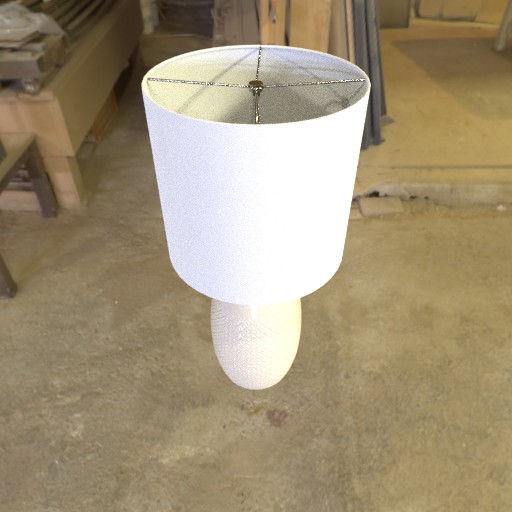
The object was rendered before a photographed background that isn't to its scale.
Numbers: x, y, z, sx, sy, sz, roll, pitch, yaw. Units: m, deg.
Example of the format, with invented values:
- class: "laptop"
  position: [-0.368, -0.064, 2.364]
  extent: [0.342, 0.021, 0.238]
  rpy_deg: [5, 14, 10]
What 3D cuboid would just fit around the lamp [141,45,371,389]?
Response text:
- class: "lamp"
  position: [0.000, 0.000, 0.574]
  extent: [0.217, 0.453, 0.217]
  rpy_deg: [0, 41, 1]
